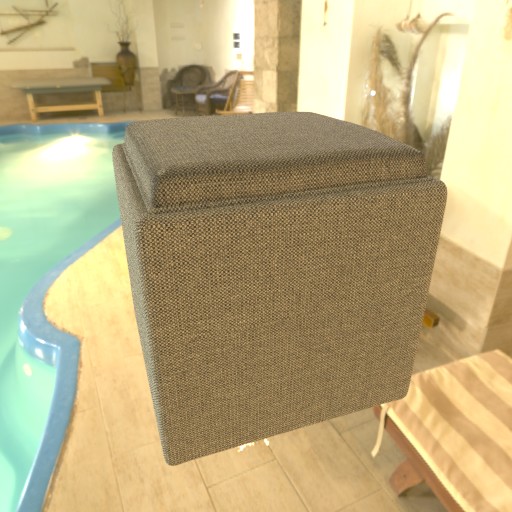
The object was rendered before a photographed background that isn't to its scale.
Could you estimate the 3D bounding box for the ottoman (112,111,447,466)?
[{"bbox_3d":[0.000,0.000,0.837,0.454,0.487,0.436,-9,28,-18],"label":"ottoman"}]
